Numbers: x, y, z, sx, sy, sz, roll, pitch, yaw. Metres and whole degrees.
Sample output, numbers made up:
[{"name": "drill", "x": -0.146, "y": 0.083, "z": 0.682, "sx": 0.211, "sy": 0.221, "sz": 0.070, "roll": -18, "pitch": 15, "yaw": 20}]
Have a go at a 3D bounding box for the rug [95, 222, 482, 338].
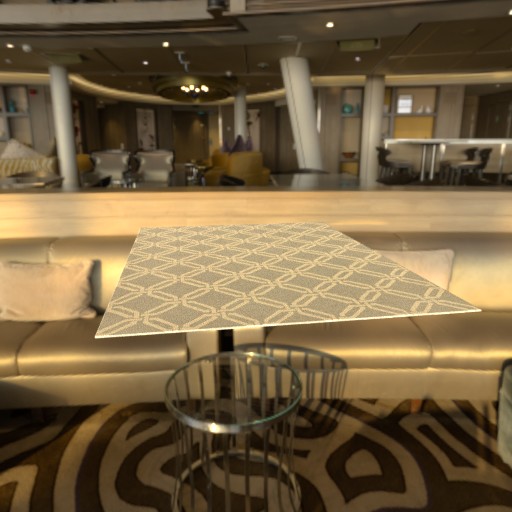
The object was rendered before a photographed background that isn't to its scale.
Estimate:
[{"name": "rug", "x": 0.000, "y": 0.000, "z": 4.319, "sx": 2.438, "sy": 0.013, "sz": 3.353, "roll": -2, "pitch": 15, "yaw": -10}]
